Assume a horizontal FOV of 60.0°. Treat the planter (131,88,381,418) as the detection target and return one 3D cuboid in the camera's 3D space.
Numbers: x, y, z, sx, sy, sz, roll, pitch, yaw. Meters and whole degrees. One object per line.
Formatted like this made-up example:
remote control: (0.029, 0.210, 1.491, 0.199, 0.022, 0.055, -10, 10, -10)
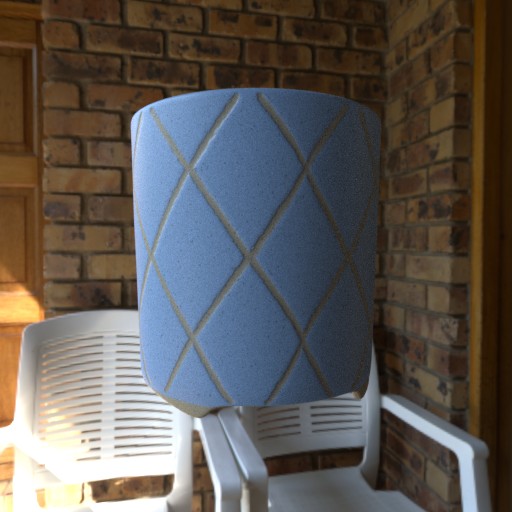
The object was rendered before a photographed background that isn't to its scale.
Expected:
planter: (0.000, 0.000, 0.353, 0.191, 0.200, 0.191, 0, 1, 0)
